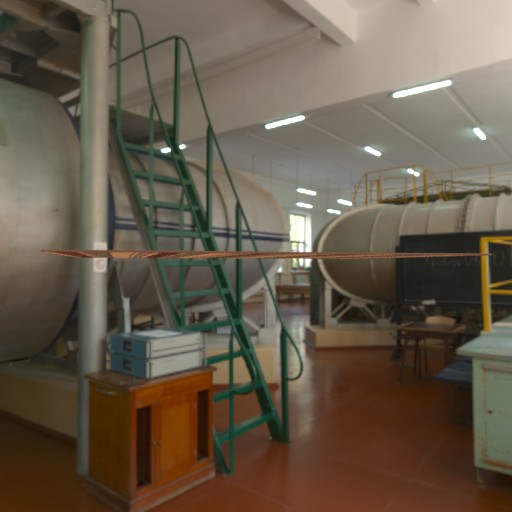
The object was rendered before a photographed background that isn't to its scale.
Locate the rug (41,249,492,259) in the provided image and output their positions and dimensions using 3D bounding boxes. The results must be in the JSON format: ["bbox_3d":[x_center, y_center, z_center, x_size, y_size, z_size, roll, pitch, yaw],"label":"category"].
[{"bbox_3d":[0.000,0.000,2.284,1.829,0.008,1.219,0,-1,-17],"label":"rug"}]
